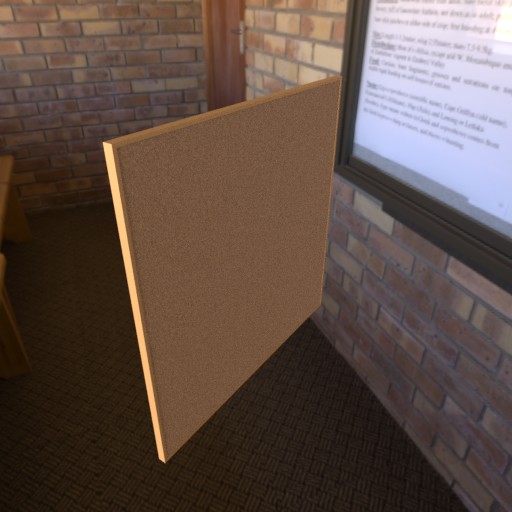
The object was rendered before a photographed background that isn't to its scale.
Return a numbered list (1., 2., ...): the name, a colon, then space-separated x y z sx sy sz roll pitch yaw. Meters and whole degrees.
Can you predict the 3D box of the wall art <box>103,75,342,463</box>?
1. wall art: 0.000 0.000 0.671 0.013 0.455 0.457 20 36 30
